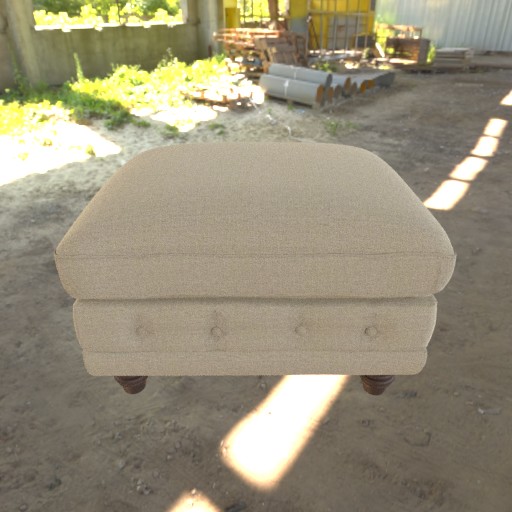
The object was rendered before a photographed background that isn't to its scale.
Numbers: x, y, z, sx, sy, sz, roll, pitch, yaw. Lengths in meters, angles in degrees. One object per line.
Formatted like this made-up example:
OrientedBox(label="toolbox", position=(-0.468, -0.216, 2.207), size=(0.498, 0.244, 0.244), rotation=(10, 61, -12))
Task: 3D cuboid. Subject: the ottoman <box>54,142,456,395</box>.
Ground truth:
OrientedBox(label="ottoman", position=(0.000, 0.000, 1.027), size=(0.684, 0.463, 0.541), rotation=(0, 28, 0))
